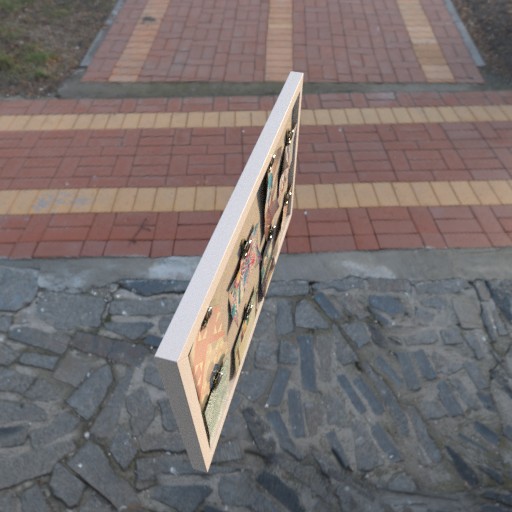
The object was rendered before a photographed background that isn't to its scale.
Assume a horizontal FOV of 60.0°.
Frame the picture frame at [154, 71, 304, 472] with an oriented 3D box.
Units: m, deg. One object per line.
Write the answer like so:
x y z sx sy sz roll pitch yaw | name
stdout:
0.000 0.000 0.801 0.044 0.379 0.647 12 50 10 | picture frame
